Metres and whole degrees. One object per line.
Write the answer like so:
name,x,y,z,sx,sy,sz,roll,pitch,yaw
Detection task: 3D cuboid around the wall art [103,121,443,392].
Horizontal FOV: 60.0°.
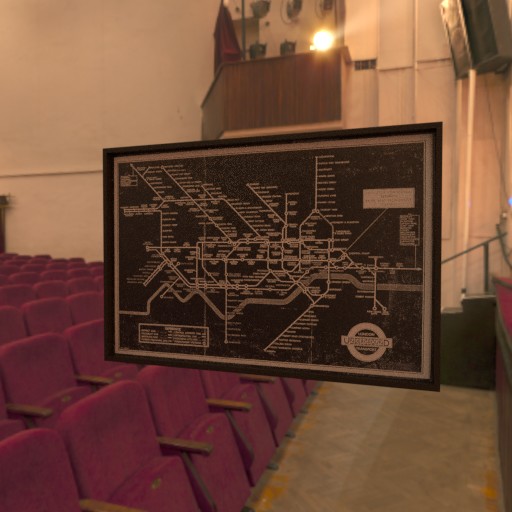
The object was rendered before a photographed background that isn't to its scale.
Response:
wall art,0.000,0.000,0.871,0.671,0.456,0.051,0,1,18
